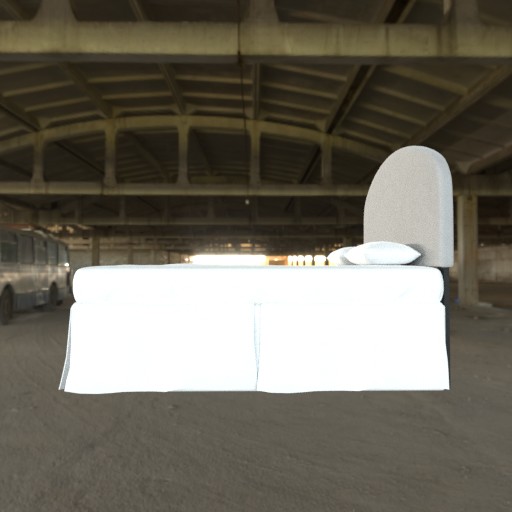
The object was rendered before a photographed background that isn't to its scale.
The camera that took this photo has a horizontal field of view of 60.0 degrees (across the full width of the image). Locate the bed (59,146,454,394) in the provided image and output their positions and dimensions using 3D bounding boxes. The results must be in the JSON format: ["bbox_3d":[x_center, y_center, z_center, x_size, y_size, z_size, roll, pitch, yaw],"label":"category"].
[{"bbox_3d":[0.000,0.000,3.005,2.005,1.410,1.607,0,-1,-1],"label":"bed"}]
